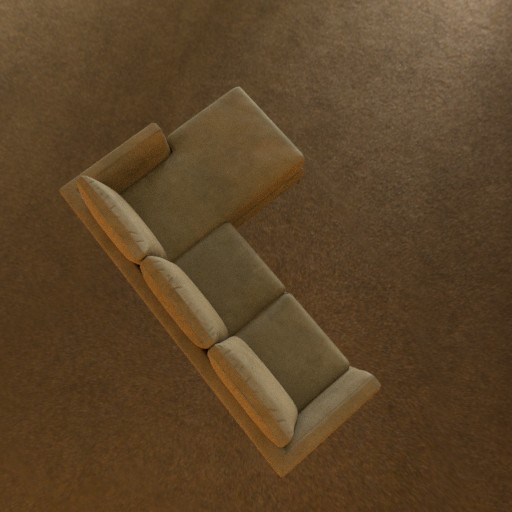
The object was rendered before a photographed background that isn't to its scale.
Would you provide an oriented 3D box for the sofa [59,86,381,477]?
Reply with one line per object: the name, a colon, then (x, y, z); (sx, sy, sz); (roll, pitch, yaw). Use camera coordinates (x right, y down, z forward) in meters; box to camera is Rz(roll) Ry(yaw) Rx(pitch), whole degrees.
sofa: (0.000, 0.000, 3.271); (1.622, 0.987, 2.438); (-39, 79, -9)
